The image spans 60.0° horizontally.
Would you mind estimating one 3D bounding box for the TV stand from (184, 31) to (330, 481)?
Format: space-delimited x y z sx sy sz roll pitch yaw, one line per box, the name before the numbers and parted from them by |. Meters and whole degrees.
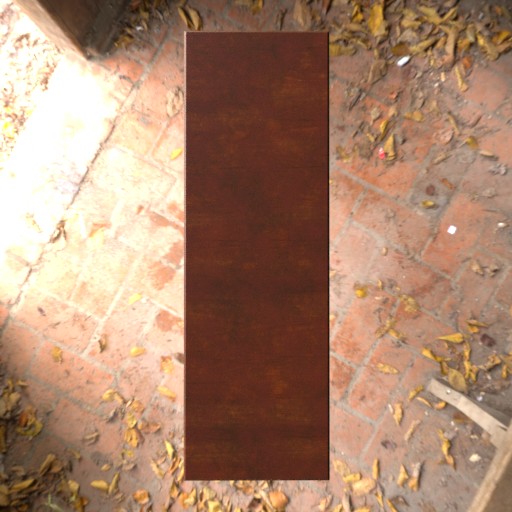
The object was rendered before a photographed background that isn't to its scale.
TV stand | 0.000 0.000 1.804 0.445 0.915 1.372 0 90 0
